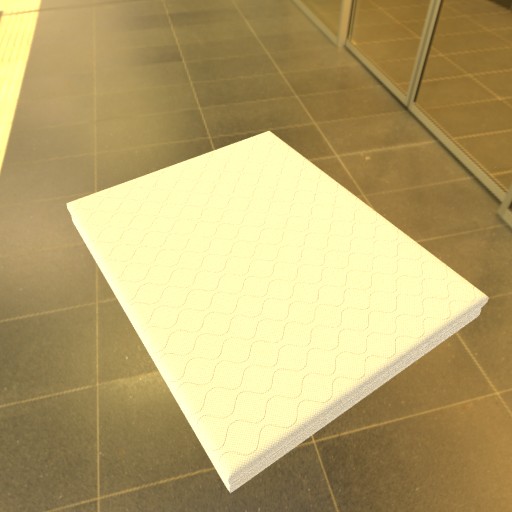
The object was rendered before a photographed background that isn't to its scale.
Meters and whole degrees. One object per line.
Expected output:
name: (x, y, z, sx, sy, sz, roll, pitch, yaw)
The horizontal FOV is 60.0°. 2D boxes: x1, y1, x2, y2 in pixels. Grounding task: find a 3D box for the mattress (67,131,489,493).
mattress: (0.000, 0.000, 2.637, 1.600, 0.200, 2.000, -26, 51, -23)
